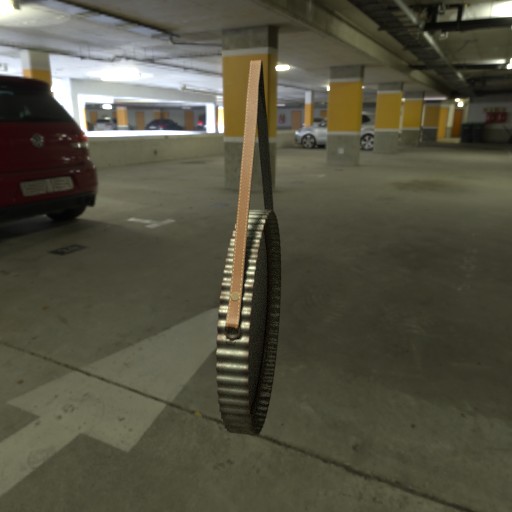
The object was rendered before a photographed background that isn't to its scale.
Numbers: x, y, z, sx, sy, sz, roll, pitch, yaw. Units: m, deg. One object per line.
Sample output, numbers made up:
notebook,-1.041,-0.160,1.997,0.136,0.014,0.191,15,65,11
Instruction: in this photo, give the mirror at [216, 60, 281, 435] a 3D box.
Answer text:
mirror,0.000,0.000,0.696,0.042,0.568,0.355,3,17,9
